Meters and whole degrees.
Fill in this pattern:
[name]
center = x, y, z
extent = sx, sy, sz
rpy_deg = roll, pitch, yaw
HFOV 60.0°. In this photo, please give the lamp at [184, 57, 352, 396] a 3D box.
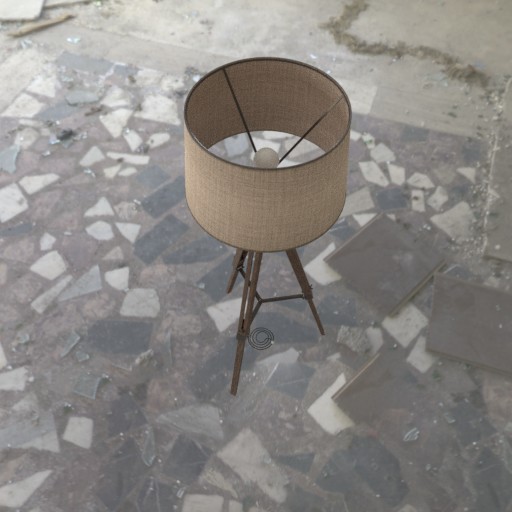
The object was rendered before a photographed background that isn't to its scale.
[lamp]
center = 0.000, 0.000, 1.771
extent = 0.604, 1.510, 0.587
rpy_deg = -31, 63, -18
